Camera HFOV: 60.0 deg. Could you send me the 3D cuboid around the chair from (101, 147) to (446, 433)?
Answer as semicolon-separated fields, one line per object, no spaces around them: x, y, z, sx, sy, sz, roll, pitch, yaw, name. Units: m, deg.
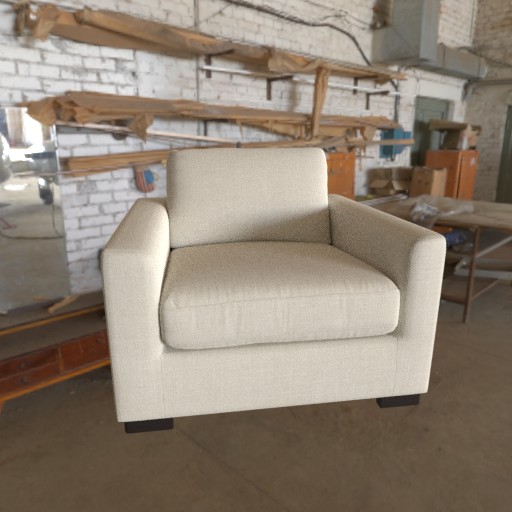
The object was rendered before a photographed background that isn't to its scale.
0.000;0.000;1.870;1.070;0.876;1.100;-2;15;-9;chair
